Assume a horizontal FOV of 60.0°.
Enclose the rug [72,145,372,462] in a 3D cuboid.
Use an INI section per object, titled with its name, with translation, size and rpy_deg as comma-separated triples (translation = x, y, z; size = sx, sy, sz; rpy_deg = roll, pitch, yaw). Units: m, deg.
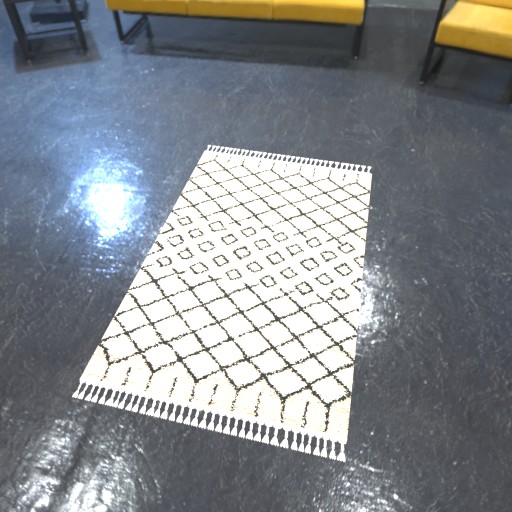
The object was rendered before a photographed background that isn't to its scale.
[rug]
translation = 0.000, 0.000, 2.507
size = 1.196, 0.008, 2.006
rpy_deg = 10, 48, 9
